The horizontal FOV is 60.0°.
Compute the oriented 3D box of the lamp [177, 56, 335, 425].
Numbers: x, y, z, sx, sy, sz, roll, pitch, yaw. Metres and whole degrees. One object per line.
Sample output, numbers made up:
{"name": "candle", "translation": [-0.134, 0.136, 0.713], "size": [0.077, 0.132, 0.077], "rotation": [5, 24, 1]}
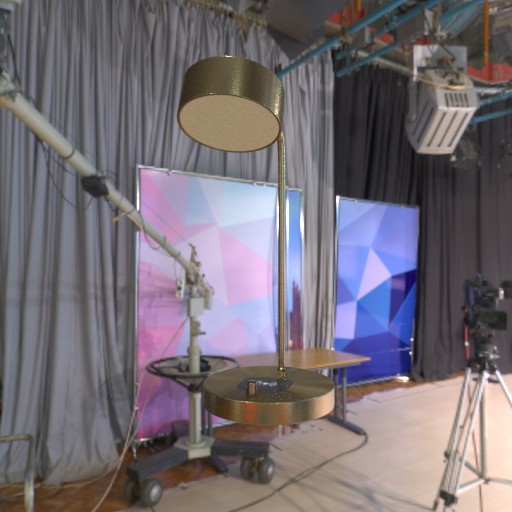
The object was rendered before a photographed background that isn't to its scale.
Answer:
{"name": "lamp", "translation": [0.000, 0.000, 0.534], "size": [0.171, 0.380, 0.270], "rotation": [0, 0, 19]}
